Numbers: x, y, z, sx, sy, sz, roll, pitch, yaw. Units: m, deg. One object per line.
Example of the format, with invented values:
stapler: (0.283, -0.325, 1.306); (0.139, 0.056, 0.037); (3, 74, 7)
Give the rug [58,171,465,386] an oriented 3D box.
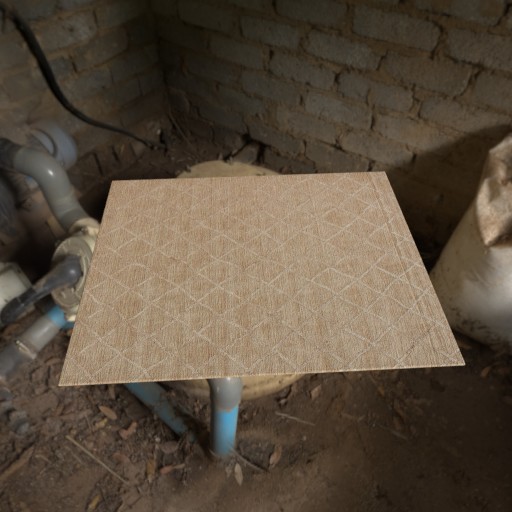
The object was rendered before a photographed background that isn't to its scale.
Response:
rug: (0.000, 0.000, 4.119); (3.039, 0.019, 2.420); (-2, 47, -2)
